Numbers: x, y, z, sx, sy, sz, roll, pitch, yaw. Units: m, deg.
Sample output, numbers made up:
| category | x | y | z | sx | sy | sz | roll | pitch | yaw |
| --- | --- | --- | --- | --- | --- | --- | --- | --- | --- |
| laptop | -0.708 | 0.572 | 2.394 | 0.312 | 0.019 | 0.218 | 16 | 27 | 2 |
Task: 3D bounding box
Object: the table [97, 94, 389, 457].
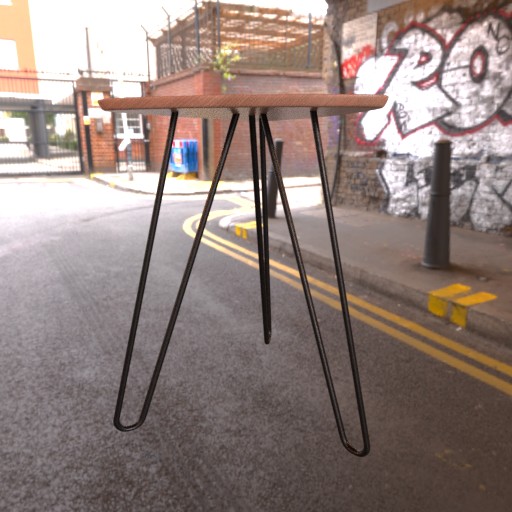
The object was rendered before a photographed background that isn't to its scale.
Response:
| category | x | y | z | sx | sy | sz | roll | pitch | yaw |
| --- | --- | --- | --- | --- | --- | --- | --- | --- | --- |
| table | 0.000 | 0.000 | 0.883 | 0.442 | 0.564 | 0.455 | 2 | 15 | 9 |
